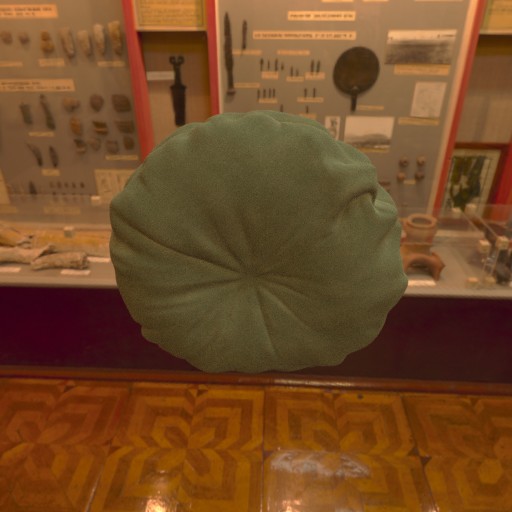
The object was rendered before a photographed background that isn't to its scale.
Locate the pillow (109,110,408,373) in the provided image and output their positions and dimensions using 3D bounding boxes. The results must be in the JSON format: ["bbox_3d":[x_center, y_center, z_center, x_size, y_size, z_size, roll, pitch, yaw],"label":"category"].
[{"bbox_3d":[0.000,0.000,0.647,0.428,0.407,0.148,2,31,4],"label":"pillow"}]
